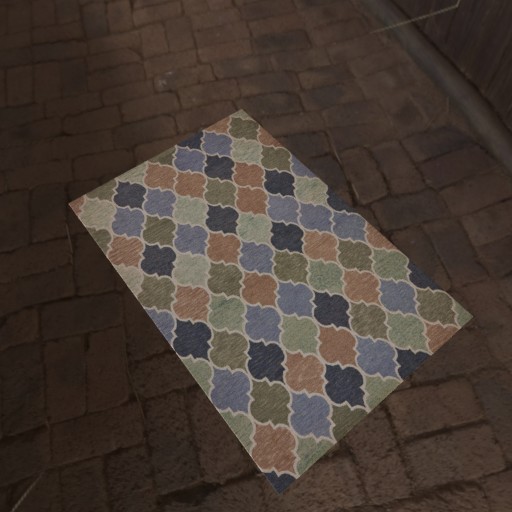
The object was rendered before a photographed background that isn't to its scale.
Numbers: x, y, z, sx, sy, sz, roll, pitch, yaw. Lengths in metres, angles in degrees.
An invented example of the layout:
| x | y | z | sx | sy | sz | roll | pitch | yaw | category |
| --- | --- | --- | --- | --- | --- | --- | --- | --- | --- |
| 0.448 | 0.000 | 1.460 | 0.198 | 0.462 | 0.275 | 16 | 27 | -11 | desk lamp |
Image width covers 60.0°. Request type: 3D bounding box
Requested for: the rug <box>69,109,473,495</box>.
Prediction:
| x | y | z | sx | sy | sz | roll | pitch | yaw | category |
| --- | --- | --- | --- | --- | --- | --- | --- | --- | --- |
| 0.000 | 0.000 | 2.878 | 1.521 | 0.006 | 2.284 | -34 | 65 | -18 | rug |
